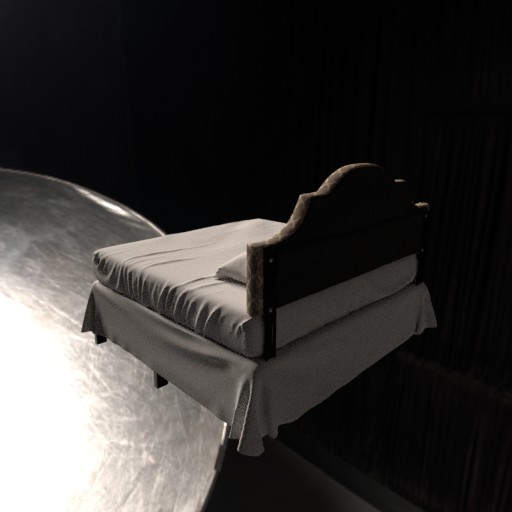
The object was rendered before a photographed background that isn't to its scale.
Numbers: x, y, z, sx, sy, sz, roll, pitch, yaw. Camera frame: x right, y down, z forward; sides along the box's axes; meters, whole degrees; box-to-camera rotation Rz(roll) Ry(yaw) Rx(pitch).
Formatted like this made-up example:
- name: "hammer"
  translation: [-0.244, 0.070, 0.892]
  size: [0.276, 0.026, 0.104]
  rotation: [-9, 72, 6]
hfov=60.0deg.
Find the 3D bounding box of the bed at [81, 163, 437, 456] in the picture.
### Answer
- name: "bed"
  translation: [0.000, 0.000, 3.682]
  size: [2.314, 1.601, 2.222]
  rotation: [-15, 22, -42]
